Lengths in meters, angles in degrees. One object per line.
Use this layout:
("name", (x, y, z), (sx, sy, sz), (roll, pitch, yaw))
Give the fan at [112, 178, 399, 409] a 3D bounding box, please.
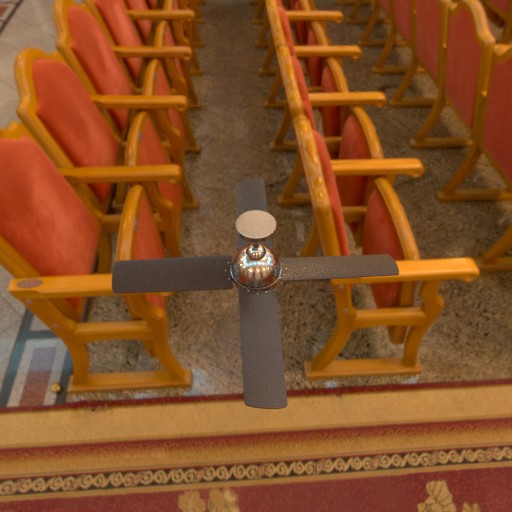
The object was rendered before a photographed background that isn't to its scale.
("fan", (0.000, 0.000, 2.002), (1.332, 0.403, 1.332), (-3, 48, -2))
